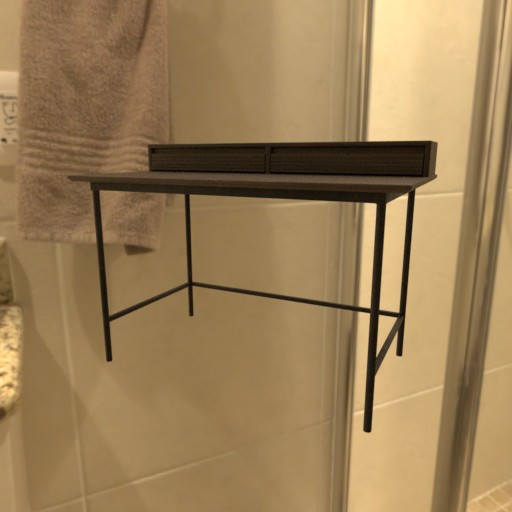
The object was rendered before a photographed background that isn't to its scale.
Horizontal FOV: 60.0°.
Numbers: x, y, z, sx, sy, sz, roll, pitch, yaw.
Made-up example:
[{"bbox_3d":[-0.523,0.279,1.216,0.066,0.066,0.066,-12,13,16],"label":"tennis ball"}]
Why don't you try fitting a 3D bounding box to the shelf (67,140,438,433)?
[{"bbox_3d":[0.000,0.000,1.735,1.212,0.865,0.685,6,14,26],"label":"shelf"}]
